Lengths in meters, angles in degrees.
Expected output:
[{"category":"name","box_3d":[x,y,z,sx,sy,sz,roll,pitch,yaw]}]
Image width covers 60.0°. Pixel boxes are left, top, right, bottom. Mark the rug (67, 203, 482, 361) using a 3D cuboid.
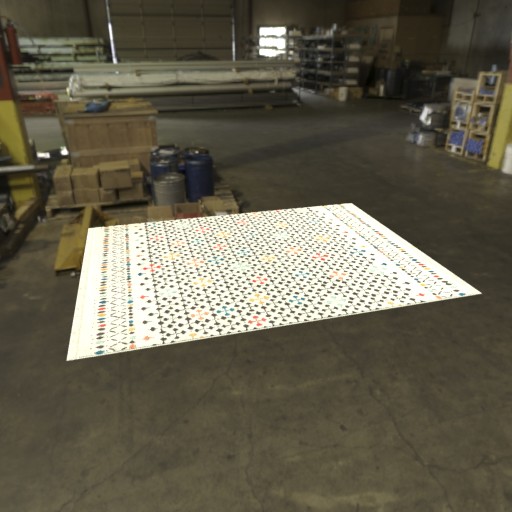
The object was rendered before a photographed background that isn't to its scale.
[{"category":"rug","box_3d":[0.000,0.000,2.082,1.556,0.006,1.146,-7,27,-14]}]
